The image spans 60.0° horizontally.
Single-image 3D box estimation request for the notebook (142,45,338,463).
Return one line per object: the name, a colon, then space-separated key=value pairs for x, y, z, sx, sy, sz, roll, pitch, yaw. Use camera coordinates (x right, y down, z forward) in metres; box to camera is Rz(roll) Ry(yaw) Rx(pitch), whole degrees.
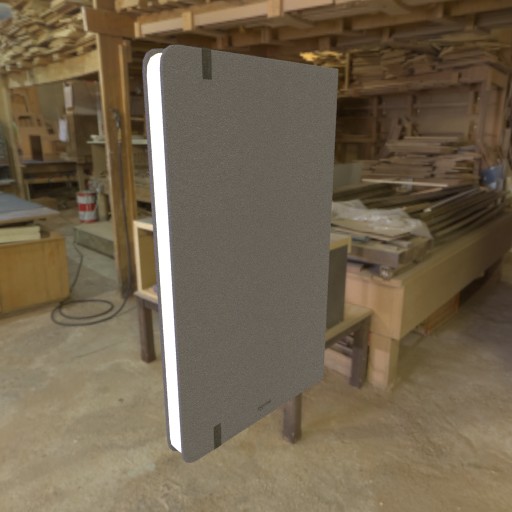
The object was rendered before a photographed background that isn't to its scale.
notebook: x=0.000 y=0.000 z=0.260 sx=0.016 sy=0.213 sz=0.127 roll=16 pitch=22 yaw=42
